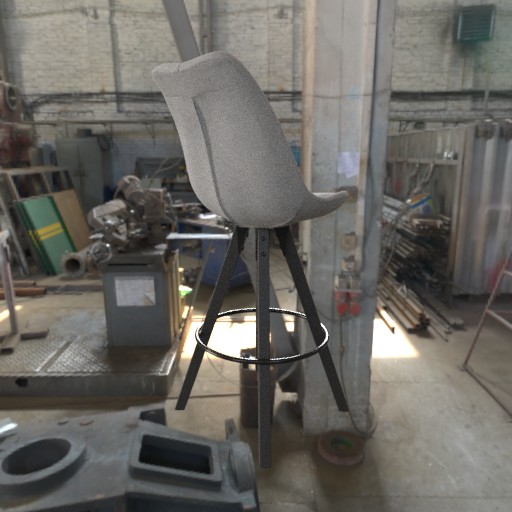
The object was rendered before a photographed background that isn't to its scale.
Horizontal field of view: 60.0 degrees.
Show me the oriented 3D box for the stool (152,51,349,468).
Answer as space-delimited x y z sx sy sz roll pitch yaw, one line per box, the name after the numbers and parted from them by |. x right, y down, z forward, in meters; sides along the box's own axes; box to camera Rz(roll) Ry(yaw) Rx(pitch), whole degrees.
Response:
0.000 0.000 1.421 0.485 1.115 0.550 13 18 43 | stool
